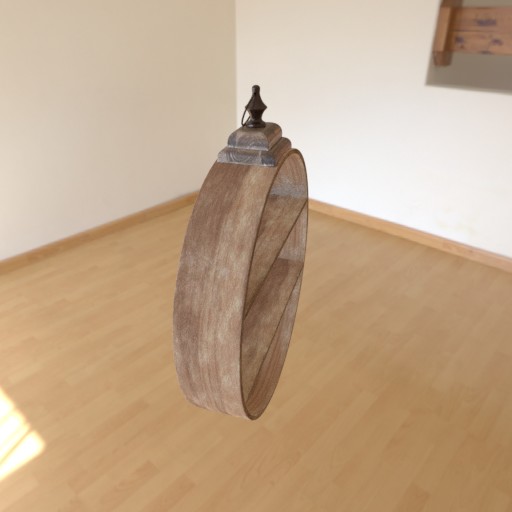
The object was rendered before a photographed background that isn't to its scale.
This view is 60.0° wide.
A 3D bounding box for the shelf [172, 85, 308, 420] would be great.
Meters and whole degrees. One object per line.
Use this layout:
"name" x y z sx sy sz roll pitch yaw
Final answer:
"shelf" 0.000 0.000 0.996 0.125 0.725 0.601 9 31 15
